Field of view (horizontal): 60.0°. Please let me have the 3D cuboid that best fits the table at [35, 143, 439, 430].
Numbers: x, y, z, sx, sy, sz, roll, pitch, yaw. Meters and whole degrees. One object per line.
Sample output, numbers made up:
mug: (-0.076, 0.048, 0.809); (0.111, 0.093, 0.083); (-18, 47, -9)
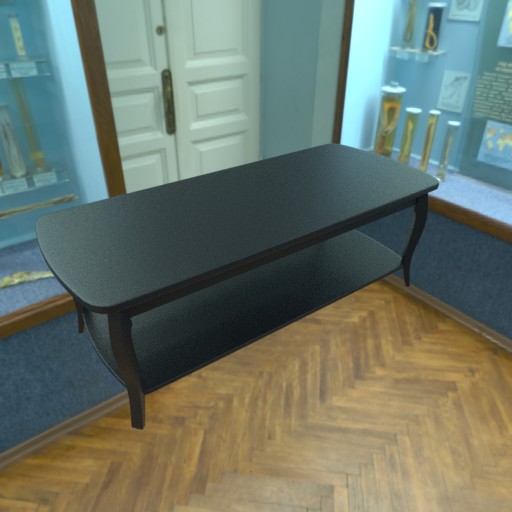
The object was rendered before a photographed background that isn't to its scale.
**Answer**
table: (0.000, 0.000, 1.593); (1.333, 0.457, 0.571); (-21, 37, -30)
